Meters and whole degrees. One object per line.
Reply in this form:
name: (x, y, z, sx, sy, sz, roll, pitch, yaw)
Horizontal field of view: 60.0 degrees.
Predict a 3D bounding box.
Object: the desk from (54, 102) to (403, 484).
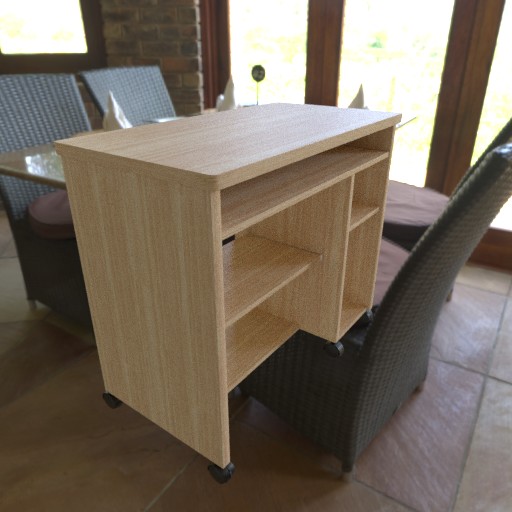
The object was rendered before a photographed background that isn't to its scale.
desk: (0.000, 0.000, 1.336, 0.480, 0.770, 0.884, 18, 31, 32)
